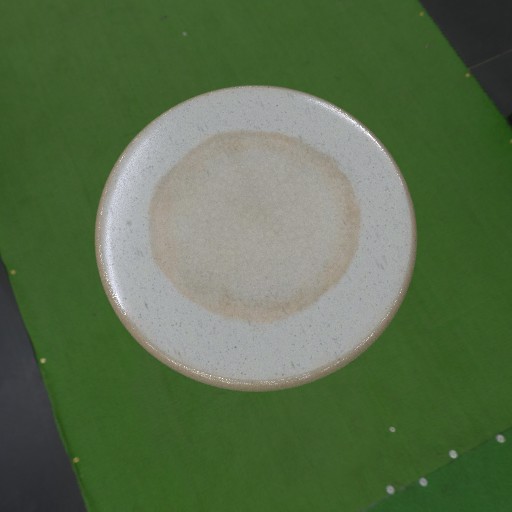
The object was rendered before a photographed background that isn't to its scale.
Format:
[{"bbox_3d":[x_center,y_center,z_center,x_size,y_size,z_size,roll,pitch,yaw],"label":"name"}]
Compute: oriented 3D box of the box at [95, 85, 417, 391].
[{"bbox_3d":[0.000,0.000,0.266,0.154,0.123,0.154,0,74,0],"label":"box"}]
